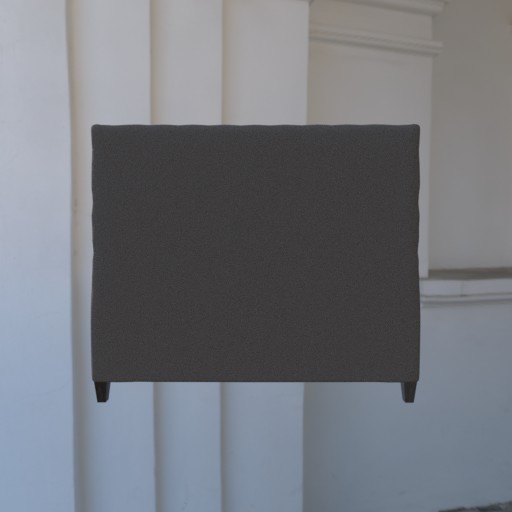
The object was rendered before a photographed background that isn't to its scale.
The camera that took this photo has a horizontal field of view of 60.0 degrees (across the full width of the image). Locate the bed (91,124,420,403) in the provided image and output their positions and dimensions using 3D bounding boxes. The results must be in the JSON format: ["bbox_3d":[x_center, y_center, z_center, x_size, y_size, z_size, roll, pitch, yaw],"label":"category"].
[{"bbox_3d":[0.000,0.000,3.421,1.698,1.427,2.387,0,2,0],"label":"bed"}]
